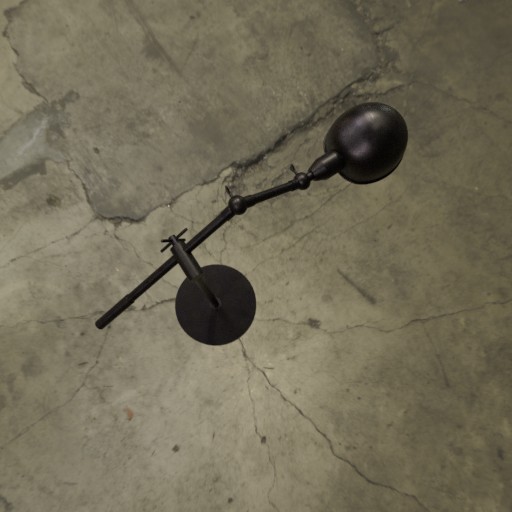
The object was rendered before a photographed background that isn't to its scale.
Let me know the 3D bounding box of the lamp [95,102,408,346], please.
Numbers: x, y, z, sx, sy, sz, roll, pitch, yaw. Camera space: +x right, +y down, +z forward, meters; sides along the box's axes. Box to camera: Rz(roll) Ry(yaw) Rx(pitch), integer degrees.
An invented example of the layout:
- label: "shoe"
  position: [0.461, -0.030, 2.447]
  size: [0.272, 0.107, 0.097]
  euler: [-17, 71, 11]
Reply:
- label: "lamp"
  position: [0.000, 0.000, 0.812]
  size: [0.567, 0.495, 0.185]
  euler: [-32, 79, -7]
